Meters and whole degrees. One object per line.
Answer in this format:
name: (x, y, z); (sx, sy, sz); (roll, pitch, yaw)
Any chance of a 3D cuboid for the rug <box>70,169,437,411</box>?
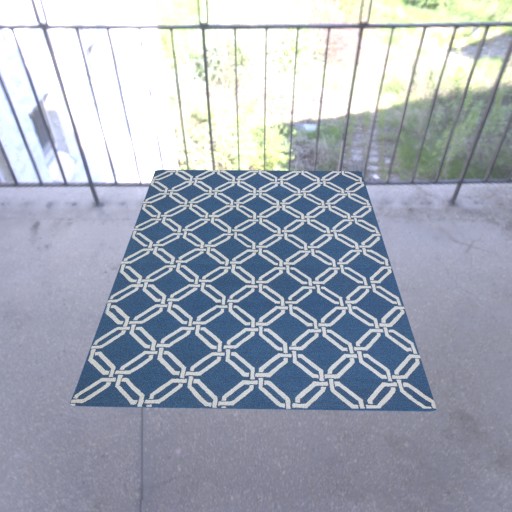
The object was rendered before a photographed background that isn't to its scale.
rug: (0.000, 0.000, 3.808); (2.277, 0.020, 2.867); (1, 41, 1)
